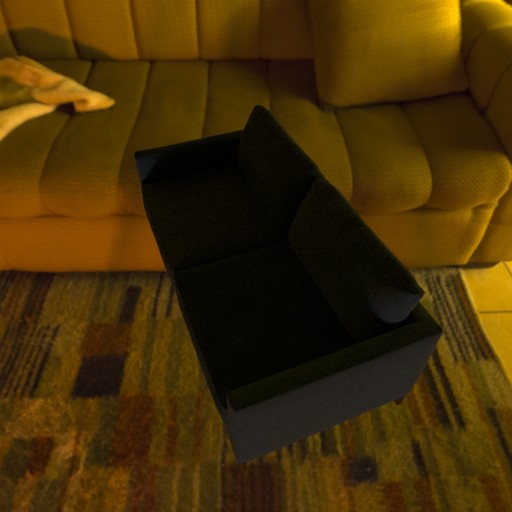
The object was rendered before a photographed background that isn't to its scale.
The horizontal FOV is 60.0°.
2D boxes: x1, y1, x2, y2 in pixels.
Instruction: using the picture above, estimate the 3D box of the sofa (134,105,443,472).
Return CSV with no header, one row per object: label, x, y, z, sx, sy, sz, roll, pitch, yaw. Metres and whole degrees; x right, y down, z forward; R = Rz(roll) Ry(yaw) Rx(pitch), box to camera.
sofa,0.000,0.000,2.228,0.875,0.817,1.676,-16,48,-15
